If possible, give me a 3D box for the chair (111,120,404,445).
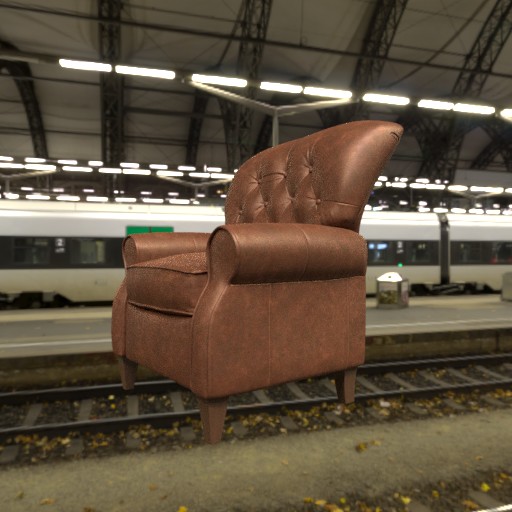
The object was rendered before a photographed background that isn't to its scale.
[{"bbox_3d":[0.000,0.000,1.926,1.031,1.162,0.979,0,0,-37],"label":"chair"}]
